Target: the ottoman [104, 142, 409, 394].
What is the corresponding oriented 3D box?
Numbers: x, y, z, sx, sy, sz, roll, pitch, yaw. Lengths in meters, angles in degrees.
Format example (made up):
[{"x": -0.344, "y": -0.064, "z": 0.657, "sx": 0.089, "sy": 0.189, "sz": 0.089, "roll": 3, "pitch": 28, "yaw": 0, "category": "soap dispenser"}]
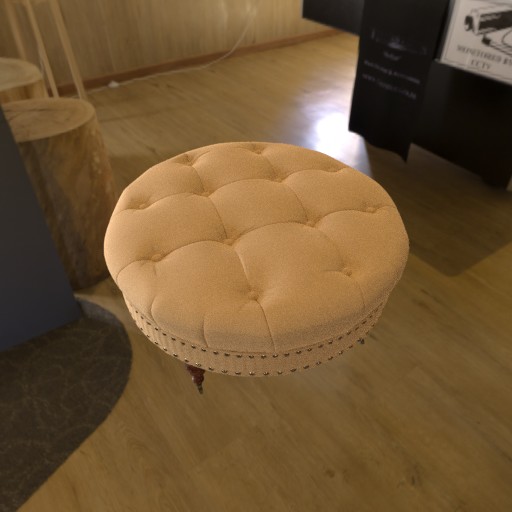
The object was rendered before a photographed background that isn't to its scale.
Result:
[{"x": 0.000, "y": 0.000, "z": 1.427, "sx": 0.901, "sy": 0.439, "sz": 0.901, "roll": 0, "pitch": 41, "yaw": 0, "category": "ottoman"}]
